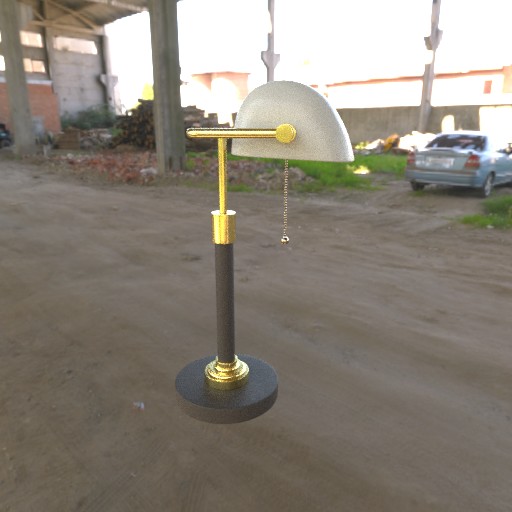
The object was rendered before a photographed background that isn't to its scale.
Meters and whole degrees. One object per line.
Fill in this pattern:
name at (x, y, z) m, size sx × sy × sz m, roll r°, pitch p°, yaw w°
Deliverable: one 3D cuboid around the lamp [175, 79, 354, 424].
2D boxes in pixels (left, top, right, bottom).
lamp at (0.000, 0.000, 0.564) m, size 0.227 × 0.404 × 0.269 m, roll 3°, pitch 16°, yaw 10°
